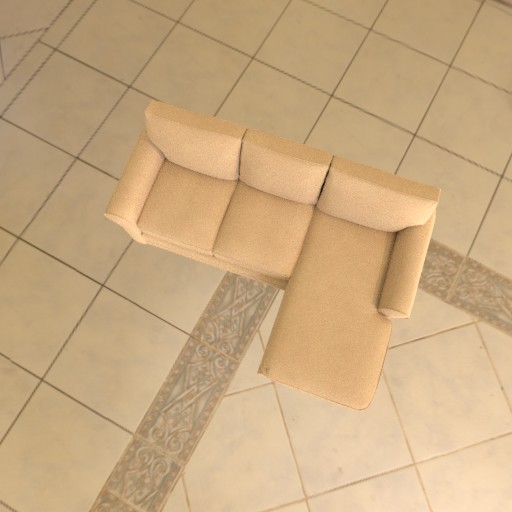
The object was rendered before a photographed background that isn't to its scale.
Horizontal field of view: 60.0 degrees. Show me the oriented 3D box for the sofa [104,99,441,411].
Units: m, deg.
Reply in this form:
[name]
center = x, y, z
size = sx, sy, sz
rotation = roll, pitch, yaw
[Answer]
[sofa]
center = 0.000, 0.000, 2.499
size = 1.770, 0.734, 1.226
rotation = 19, 76, 5
